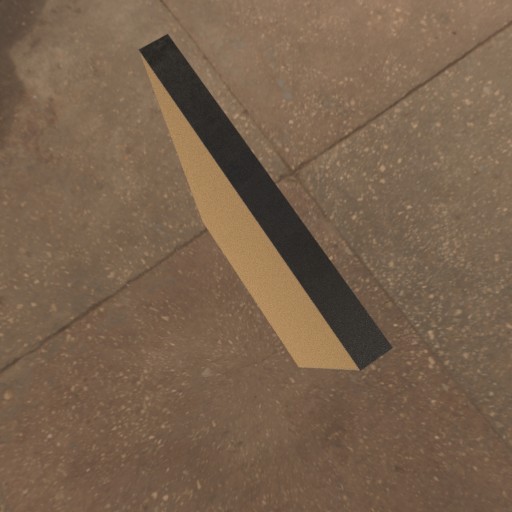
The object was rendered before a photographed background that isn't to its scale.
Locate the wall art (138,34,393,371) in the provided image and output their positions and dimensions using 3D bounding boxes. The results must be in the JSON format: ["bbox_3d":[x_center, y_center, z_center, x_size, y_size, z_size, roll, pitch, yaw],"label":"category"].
[{"bbox_3d":[0.000,0.000,0.565,0.031,0.457,0.313,-33,78,-8],"label":"wall art"}]
